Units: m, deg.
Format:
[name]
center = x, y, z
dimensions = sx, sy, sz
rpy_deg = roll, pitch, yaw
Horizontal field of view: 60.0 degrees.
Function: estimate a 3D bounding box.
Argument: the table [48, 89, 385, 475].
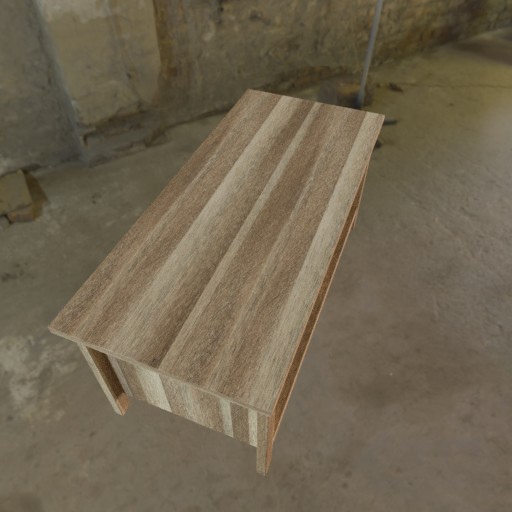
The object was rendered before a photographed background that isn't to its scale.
[table]
center = 0.000, 0.000, 1.374
dimensions = 0.493, 0.480, 1.095
rpy_deg = 16, 50, 14
